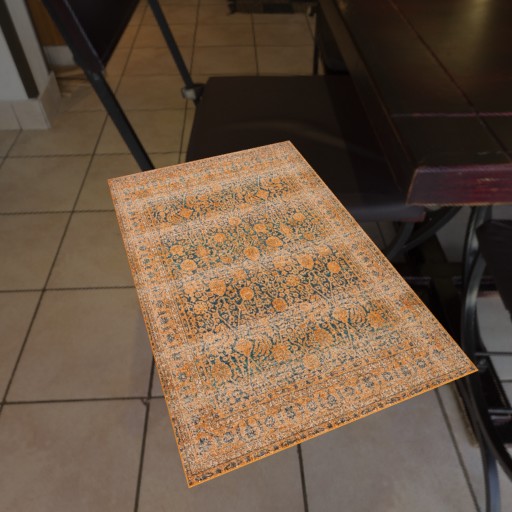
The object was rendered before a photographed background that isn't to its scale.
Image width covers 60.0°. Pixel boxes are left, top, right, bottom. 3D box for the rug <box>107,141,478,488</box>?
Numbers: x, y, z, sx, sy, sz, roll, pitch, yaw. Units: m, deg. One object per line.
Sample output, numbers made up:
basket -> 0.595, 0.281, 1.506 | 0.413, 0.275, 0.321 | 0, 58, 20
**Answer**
rug -> 0.000, 0.000, 2.827 | 1.525, 0.007, 2.336 | -16, 48, -15
